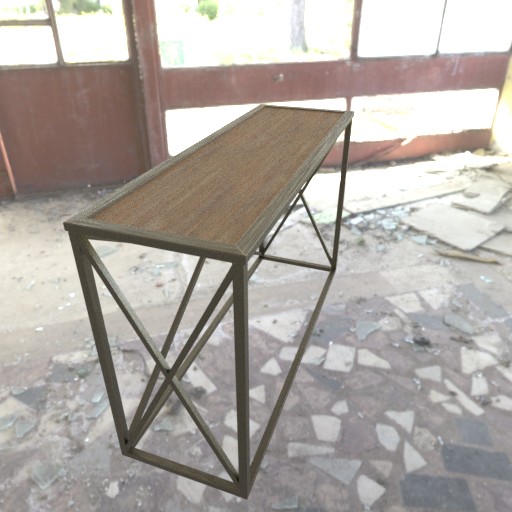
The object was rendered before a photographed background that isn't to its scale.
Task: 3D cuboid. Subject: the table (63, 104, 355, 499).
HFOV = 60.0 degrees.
[{"bbox_3d":[0.000,0.000,1.531,0.402,0.753,1.216,10,32,17],"label":"table"}]
